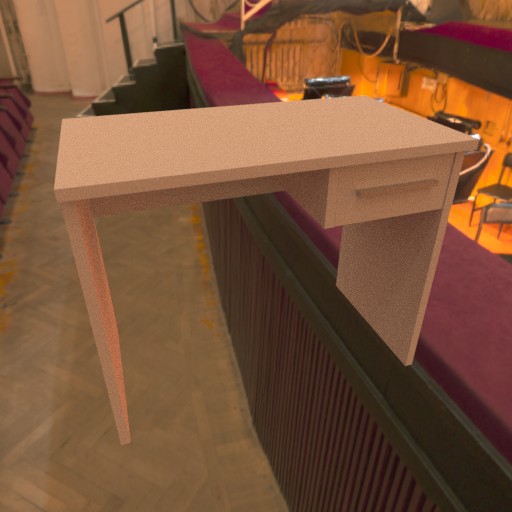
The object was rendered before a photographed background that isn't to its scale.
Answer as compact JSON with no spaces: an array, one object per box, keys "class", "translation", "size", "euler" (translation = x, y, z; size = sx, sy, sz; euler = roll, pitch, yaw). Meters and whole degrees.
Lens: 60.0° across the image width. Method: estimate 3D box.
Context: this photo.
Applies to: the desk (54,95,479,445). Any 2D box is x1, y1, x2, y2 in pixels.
[{"class":"desk","translation":[0.000,0.000,1.271],"size":[0.900,0.729,0.498],"euler":[-10,33,-16]}]
